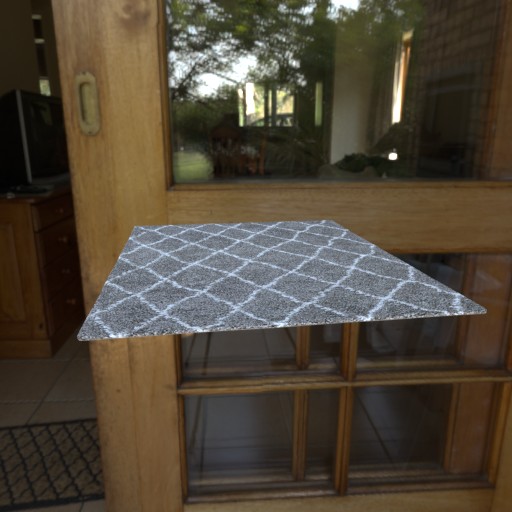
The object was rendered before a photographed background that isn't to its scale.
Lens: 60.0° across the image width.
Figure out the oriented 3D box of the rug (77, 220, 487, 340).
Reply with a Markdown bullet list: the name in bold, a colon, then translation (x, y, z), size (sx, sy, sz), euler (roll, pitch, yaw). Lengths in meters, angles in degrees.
- **rug**: translation (0.000, 0.000, 4.008), size (2.438, 0.029, 3.047), euler (-2, 15, -9)
